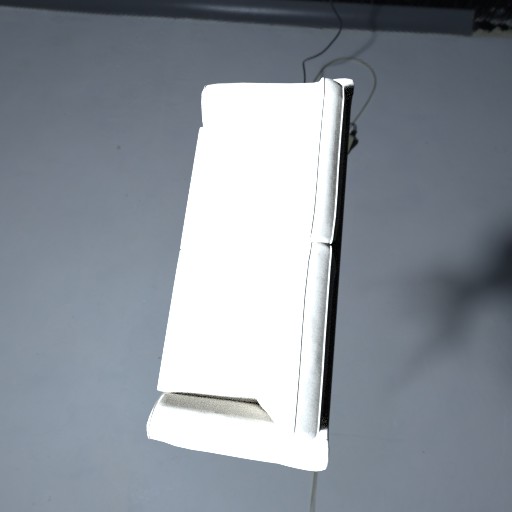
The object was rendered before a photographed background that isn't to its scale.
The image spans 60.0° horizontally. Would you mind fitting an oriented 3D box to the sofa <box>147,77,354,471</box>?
[{"bbox_3d":[0.000,0.000,2.748,0.980,0.965,2.270,6,76,2],"label":"sofa"}]
